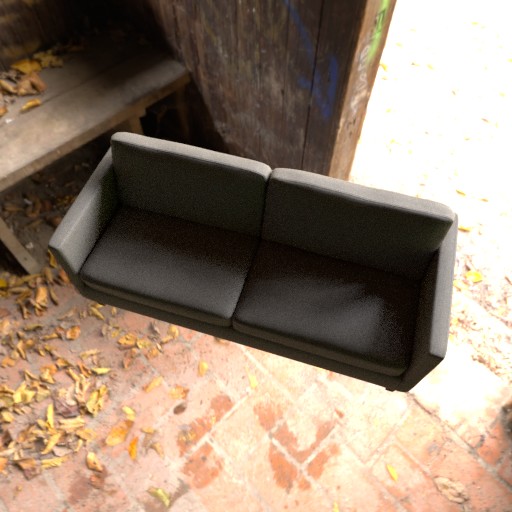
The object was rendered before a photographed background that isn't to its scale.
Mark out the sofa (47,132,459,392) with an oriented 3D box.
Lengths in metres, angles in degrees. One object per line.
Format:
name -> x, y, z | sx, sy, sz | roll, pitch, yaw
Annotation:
sofa -> 0.000, 0.000, 2.742 | 2.208, 0.963, 0.956 | 15, 60, 9
